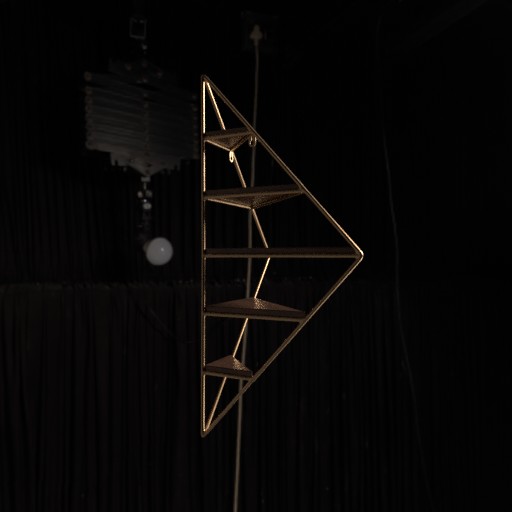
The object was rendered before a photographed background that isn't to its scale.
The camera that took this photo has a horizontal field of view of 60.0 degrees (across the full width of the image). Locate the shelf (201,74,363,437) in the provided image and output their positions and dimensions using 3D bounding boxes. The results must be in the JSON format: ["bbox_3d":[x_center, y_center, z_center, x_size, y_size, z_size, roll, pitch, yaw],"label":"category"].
[{"bbox_3d":[0.000,0.000,1.164,0.294,0.913,0.564,0,0,-19],"label":"shelf"}]
